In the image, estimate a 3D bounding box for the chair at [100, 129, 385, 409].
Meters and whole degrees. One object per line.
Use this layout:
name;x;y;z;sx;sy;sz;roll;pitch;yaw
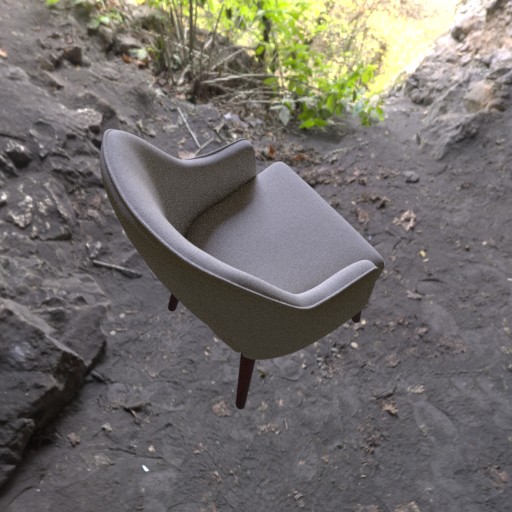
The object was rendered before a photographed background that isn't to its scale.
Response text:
chair;0.000;0.000;1.195;0.580;0.840;0.560;-32;64;-18
